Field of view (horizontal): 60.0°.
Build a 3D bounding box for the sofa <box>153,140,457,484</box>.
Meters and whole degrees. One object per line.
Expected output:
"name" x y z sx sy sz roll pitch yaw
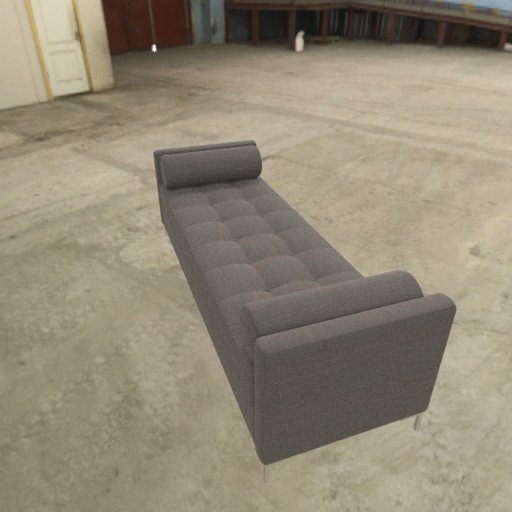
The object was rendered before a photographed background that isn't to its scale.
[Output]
"sofa" 0.000 0.000 2.286 0.686 0.635 1.981 -11 33 -17
